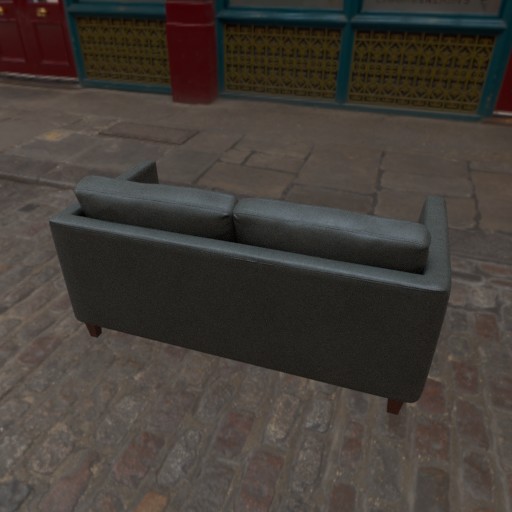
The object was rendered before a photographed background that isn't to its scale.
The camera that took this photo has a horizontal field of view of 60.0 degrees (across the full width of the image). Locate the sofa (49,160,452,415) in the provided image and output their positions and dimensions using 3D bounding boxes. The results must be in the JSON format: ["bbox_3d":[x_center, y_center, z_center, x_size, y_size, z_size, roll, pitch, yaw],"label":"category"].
[{"bbox_3d":[0.000,0.000,2.444,1.883,0.933,0.951,10,33,16],"label":"sofa"}]
